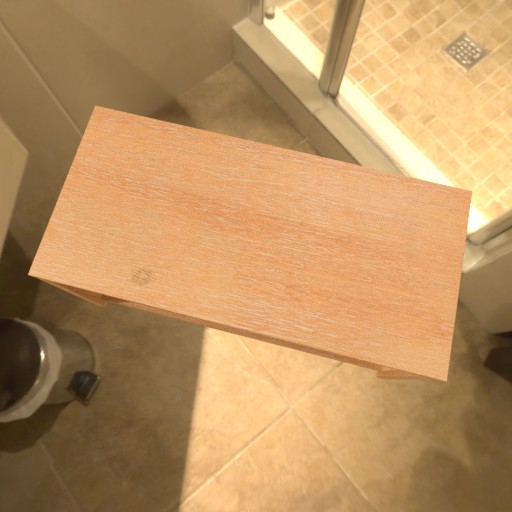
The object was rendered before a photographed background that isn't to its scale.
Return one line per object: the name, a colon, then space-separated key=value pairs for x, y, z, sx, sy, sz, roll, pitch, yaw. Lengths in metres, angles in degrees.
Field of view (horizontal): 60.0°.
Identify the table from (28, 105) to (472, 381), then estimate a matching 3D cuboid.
table: x=0.000 y=0.000 z=1.321 sx=1.016 sy=0.457 sz=0.483 roll=14 pitch=75 yaw=4
